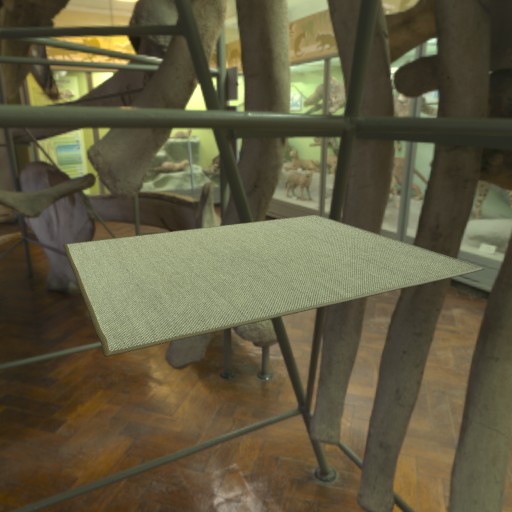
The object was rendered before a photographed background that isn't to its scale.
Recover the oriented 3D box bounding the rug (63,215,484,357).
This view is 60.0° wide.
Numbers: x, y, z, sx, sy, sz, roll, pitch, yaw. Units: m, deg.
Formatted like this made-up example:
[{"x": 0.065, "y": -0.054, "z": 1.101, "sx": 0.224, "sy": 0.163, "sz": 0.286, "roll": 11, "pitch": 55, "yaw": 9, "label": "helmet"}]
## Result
[{"x": 0.000, "y": 0.000, "z": 4.001, "sx": 3.041, "sy": 0.020, "sz": 2.413, "roll": -9, "pitch": 19, "yaw": -26, "label": "rug"}]
